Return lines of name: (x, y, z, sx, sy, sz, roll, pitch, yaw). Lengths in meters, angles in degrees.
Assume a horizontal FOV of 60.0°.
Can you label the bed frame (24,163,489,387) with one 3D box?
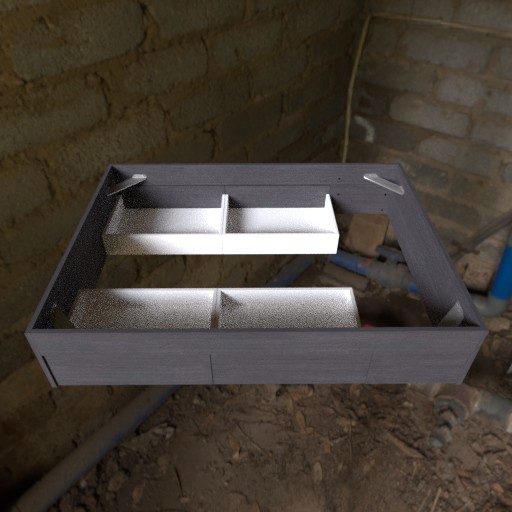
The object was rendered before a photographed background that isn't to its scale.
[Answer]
bed frame: (0.000, 0.000, 2.533, 1.944, 0.459, 1.448, 0, 40, 0)
